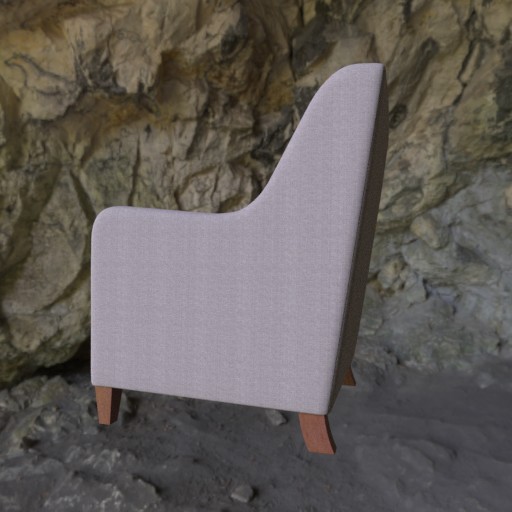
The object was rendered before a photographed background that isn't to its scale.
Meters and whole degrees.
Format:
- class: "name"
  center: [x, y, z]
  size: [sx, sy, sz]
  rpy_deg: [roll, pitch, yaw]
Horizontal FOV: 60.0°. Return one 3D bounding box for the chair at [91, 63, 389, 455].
- class: "chair"
  center: [0.000, 0.000, 1.548]
  size: [0.890, 1.017, 0.715]
  rpy_deg: [0, -1, 17]
